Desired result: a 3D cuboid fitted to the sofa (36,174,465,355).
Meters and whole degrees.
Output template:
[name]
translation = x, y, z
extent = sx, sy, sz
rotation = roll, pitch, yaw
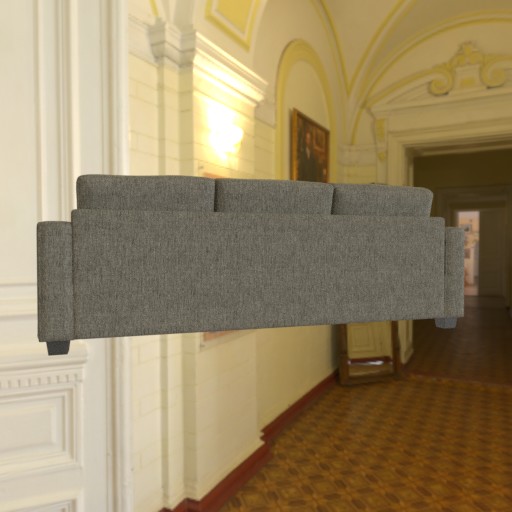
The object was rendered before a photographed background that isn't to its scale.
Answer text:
[sofa]
translation = 0.000, 0.000, 2.544
extent = 2.160, 0.800, 0.900
rotation = 0, 1, -17
